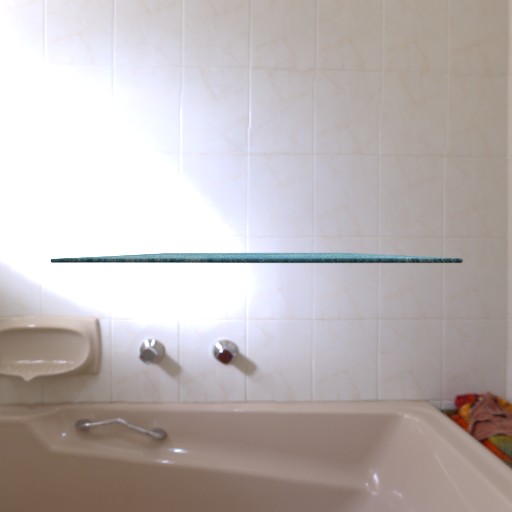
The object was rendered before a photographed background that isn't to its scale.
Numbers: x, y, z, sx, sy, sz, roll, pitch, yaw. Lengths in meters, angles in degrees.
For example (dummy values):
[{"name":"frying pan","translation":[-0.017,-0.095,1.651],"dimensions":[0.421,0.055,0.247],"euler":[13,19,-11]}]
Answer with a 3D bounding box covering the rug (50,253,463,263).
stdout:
[{"name":"rug","translation":[0.000,0.000,4.183],"dimensions":[2.405,0.027,3.217],"euler":[0,1,0]}]
